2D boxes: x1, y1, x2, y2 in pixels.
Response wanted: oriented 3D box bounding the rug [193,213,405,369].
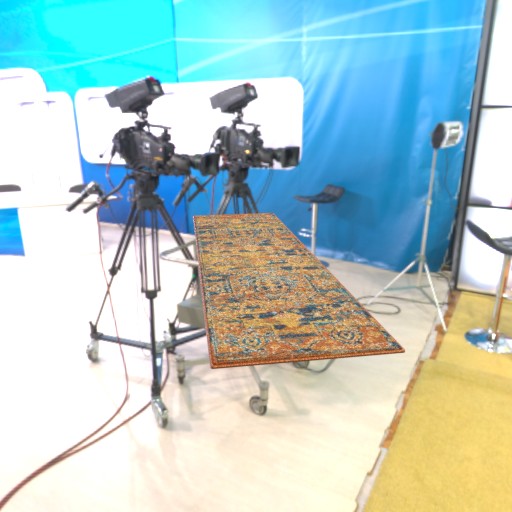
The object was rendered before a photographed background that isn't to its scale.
[{"bbox_3d":[0.000,0.000,2.496,0.651,0.016,2.274,-3,17,-9],"label":"rug"}]
